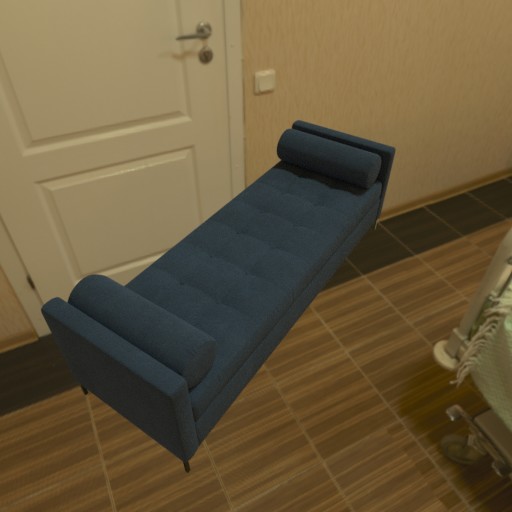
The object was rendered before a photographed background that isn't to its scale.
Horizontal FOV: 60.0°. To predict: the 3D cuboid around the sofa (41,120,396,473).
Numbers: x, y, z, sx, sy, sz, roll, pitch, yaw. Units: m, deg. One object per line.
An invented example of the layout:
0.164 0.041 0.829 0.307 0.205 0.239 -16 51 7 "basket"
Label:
0.000 0.000 2.367 0.686 0.635 1.981 25 48 25 "sofa"
